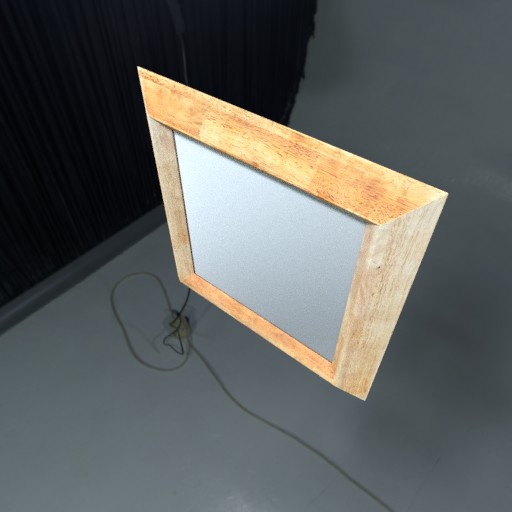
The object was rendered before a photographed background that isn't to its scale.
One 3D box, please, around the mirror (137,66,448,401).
[{"bbox_3d":[0.000,0.000,0.982,0.651,0.651,0.047,30,54,25],"label":"mirror"}]
